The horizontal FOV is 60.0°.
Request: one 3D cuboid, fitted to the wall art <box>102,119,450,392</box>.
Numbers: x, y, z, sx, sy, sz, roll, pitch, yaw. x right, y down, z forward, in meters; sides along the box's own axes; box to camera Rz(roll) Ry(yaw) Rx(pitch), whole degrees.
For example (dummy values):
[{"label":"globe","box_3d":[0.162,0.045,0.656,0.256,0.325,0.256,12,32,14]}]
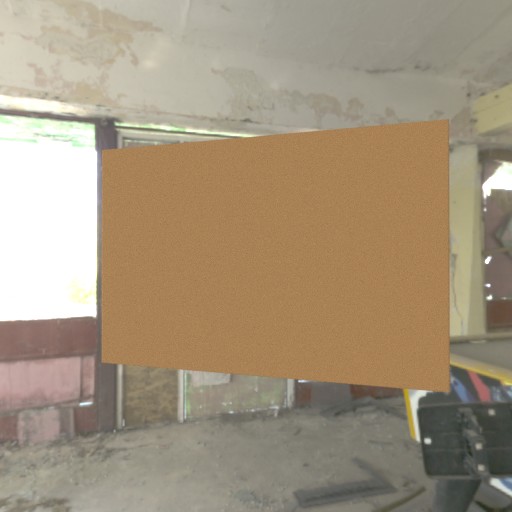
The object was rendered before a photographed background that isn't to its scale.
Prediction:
[{"label":"wall art","box_3d":[0.000,0.000,1.142,0.915,0.608,0.033,0,0,18]}]
